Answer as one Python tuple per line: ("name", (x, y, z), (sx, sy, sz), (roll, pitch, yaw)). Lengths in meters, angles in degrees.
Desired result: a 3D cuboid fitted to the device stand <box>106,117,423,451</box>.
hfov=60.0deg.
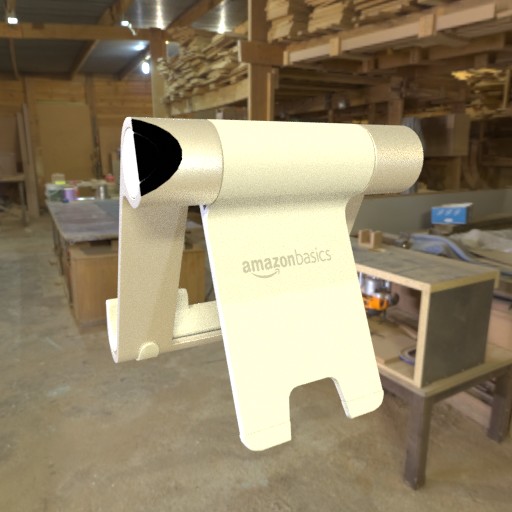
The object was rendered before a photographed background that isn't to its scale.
("device stand", (0.000, 0.000, 0.147), (0.086, 0.084, 0.079), (-7, 15, -27))
